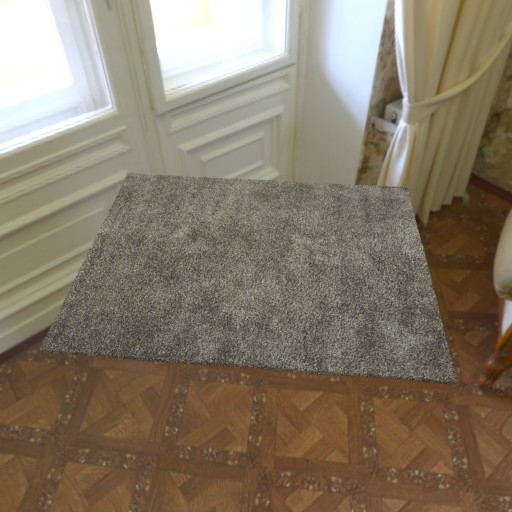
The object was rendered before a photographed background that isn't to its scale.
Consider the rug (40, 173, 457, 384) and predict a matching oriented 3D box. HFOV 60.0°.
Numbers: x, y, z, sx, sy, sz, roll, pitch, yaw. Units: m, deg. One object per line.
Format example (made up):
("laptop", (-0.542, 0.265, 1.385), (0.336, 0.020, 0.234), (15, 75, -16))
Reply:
("rug", (0.000, 0.000, 2.110), (1.601, 0.025, 1.198), (4, 45, 3))
